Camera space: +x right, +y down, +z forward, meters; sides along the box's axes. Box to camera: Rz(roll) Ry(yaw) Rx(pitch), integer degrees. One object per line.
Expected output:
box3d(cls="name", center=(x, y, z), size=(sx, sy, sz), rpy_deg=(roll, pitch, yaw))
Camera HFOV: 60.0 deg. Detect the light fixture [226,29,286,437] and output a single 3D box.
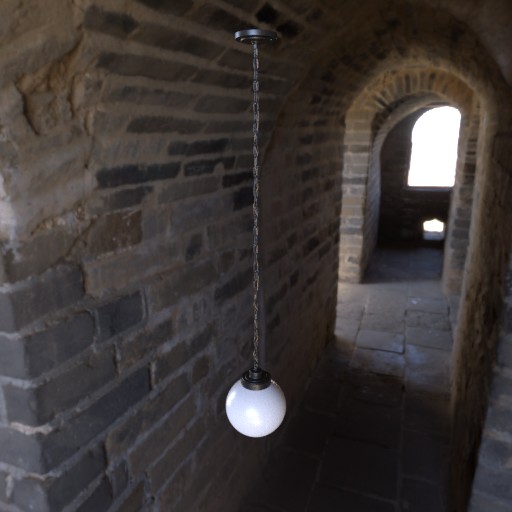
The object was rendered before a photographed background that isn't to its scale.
box3d(cls="light fixture", center=(0.000, 0.000, 2.044), size=(0.304, 1.867, 0.305), rpy_deg=(-8, 17, -26))
